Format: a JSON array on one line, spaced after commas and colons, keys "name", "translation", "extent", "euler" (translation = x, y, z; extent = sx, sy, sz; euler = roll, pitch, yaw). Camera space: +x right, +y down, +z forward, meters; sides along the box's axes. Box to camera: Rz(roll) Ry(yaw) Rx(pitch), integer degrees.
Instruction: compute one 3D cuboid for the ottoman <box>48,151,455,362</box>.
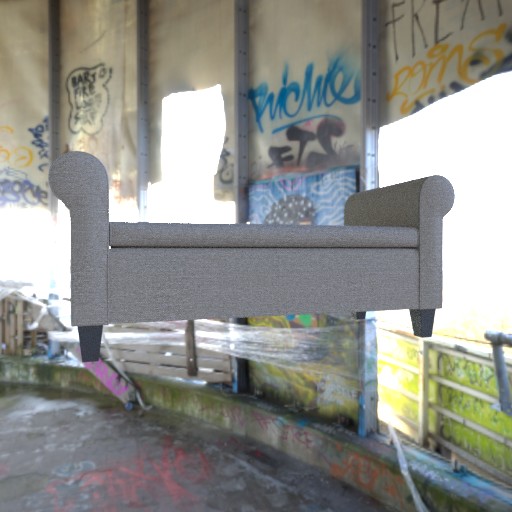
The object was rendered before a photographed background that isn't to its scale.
[{"name": "ottoman", "translation": [0.000, 0.000, 1.542], "extent": [1.256, 0.547, 0.521], "euler": [0, 1, -18]}]
